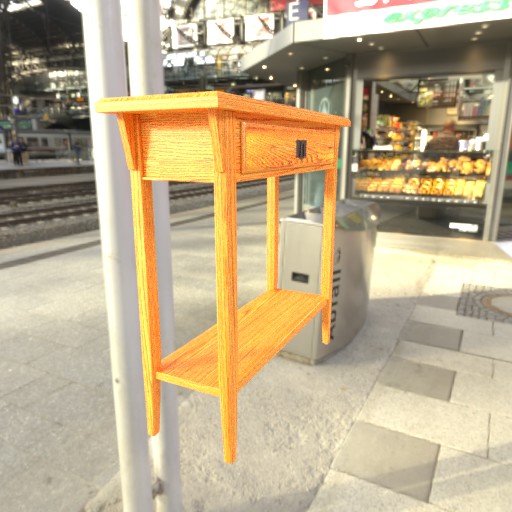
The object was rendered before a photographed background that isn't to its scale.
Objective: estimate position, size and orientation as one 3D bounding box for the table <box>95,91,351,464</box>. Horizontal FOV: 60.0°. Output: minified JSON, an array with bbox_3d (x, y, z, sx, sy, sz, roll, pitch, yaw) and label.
[{"bbox_3d":[0.000,0.000,1.139,0.254,0.711,0.762,7,15,26],"label":"table"}]
